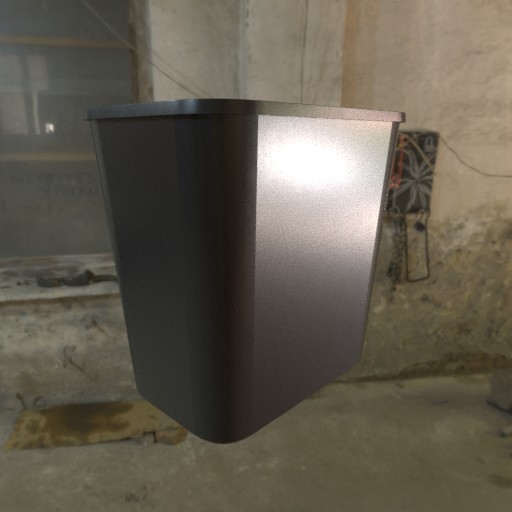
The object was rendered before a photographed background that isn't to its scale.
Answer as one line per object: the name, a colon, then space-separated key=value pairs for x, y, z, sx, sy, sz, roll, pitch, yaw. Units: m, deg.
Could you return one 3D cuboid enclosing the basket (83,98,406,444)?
basket: x=0.000 y=0.000 z=0.495 sx=0.211 sy=0.307 sz=0.300 roll=14 pitch=21 yaw=42
